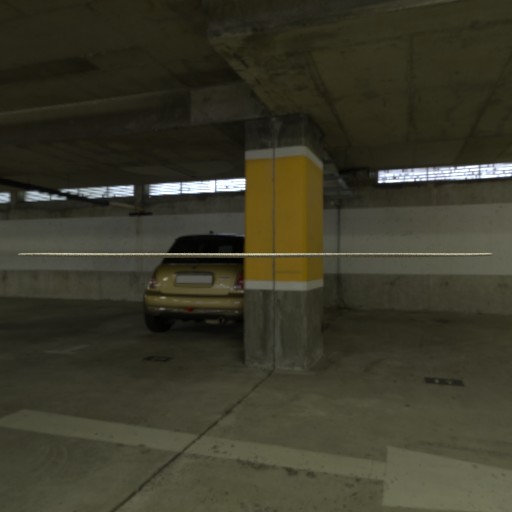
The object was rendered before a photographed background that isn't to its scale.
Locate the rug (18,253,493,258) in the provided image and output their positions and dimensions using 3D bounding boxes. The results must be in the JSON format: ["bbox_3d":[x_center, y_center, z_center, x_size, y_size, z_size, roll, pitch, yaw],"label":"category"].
[{"bbox_3d":[0.000,0.000,4.343,3.381,0.026,2.436,0,0,1],"label":"rug"}]
